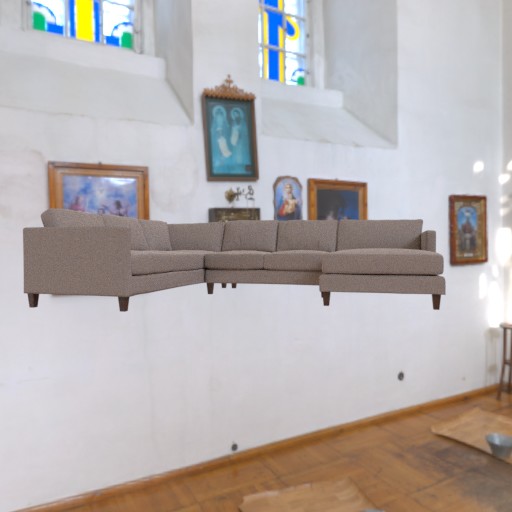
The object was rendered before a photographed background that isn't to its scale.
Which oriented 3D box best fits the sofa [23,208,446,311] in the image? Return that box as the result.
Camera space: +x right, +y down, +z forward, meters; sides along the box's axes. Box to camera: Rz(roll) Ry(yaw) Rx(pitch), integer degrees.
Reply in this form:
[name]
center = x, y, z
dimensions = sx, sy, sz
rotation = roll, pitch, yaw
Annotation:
[sofa]
center = 0.000, 0.000, 4.437
dimensions = 3.438, 0.865, 2.424
rotation = 0, 1, 16
